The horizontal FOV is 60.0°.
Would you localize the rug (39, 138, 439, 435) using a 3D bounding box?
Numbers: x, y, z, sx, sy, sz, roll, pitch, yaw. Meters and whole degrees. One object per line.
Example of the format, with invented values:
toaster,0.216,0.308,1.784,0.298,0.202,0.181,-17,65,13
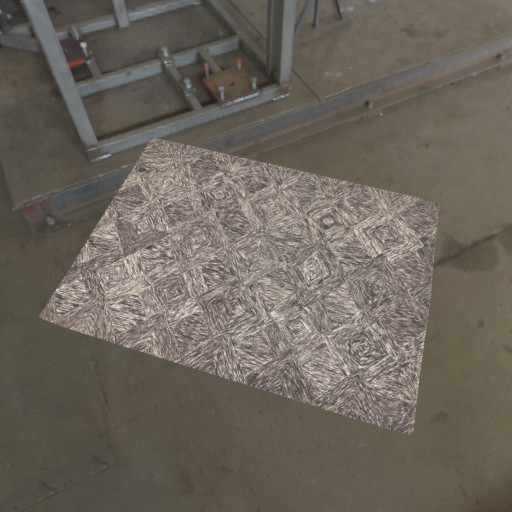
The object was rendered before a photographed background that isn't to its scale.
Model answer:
rug,0.000,0.000,5.304,4.093,0.020,2.997,15,59,9
